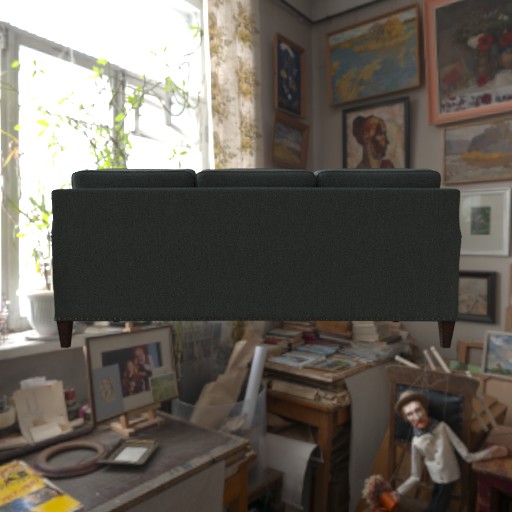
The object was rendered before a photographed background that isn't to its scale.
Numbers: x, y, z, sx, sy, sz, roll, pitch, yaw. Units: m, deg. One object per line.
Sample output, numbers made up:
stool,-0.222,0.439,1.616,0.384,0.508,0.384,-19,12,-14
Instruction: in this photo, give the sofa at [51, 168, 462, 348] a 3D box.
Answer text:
sofa,0.000,0.000,2.857,2.246,1.003,1.084,0,1,0
